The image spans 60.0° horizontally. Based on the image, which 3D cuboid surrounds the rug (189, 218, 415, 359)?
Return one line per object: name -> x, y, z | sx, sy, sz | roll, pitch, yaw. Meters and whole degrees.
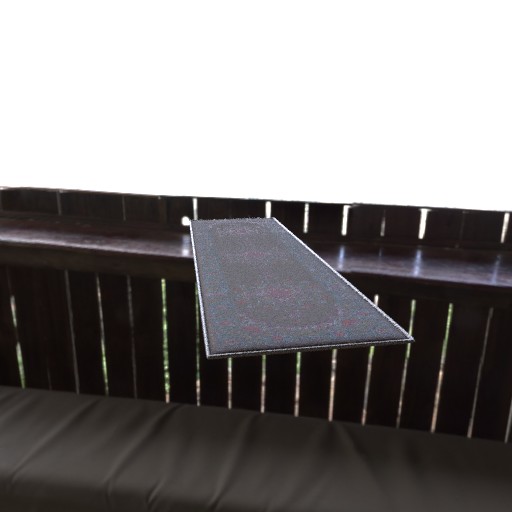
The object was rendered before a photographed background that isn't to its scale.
rug -> 0.000, 0.000, 1.995 | 0.553, 0.012, 1.827 | -3, 15, -9
